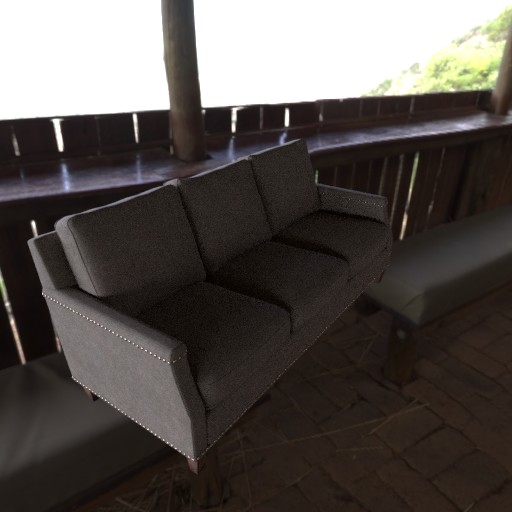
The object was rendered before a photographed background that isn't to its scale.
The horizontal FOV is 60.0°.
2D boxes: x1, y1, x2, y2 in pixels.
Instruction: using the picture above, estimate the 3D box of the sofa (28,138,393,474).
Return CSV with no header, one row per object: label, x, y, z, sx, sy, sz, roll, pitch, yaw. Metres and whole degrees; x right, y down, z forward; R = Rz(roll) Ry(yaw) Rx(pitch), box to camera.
sofa,0.000,0.000,2.737,1.034,1.042,2.226,18,32,32
